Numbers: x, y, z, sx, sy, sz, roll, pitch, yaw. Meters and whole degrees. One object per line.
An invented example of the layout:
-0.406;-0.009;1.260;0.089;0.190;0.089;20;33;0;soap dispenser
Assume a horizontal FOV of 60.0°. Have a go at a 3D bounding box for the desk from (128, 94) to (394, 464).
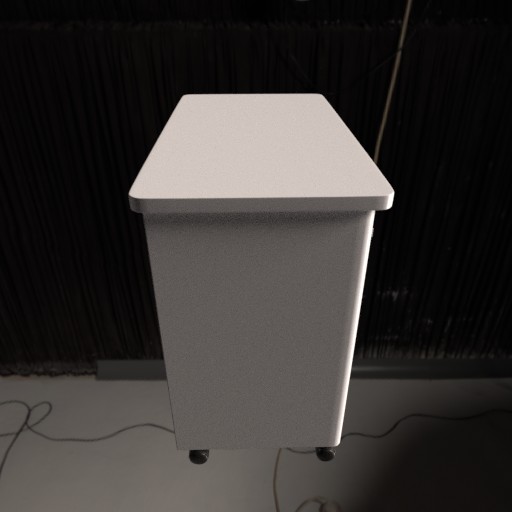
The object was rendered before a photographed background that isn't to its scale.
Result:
0.000;0.000;1.334;0.475;0.763;0.877;-1;31;-1;desk
